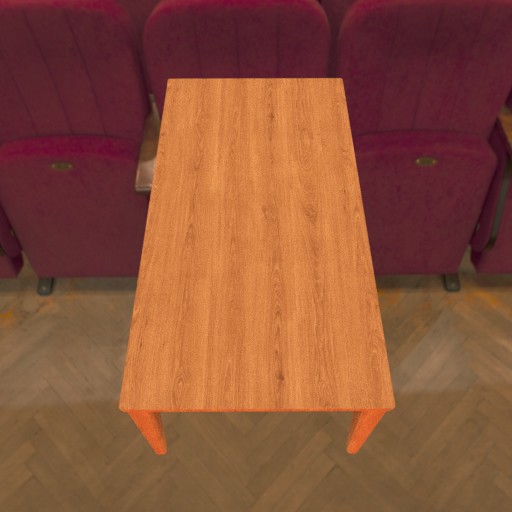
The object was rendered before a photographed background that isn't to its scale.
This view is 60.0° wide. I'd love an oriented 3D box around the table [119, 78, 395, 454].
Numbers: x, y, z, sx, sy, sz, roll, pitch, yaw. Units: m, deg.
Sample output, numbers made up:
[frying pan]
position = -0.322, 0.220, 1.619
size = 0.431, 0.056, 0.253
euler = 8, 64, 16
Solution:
[table]
position = 0.000, 0.000, 2.062
size = 0.900, 0.760, 1.600
euler = 0, 59, 0
